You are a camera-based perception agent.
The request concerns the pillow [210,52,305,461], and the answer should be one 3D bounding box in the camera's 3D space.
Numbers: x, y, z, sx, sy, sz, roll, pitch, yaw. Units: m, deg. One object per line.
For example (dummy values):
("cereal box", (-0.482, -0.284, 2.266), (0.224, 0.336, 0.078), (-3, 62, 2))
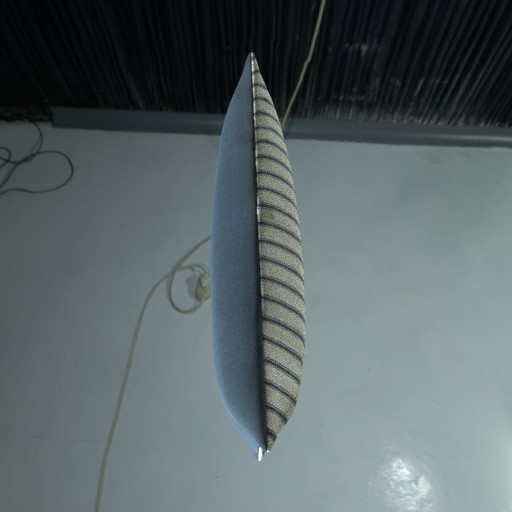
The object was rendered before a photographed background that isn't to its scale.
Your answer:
("pillow", (0.000, 0.000, 0.734), (0.151, 0.305, 0.609), (-2, 63, -1))
